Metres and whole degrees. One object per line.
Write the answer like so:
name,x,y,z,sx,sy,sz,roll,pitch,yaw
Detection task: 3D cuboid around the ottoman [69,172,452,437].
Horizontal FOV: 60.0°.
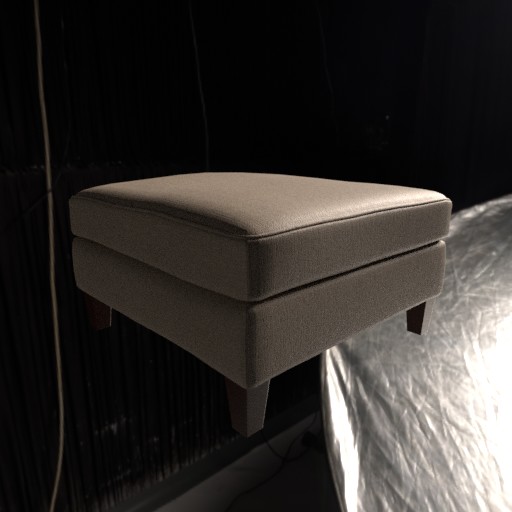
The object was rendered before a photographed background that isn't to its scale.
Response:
ottoman,0.000,0.000,1.361,0.838,0.481,0.838,-13,20,-41
